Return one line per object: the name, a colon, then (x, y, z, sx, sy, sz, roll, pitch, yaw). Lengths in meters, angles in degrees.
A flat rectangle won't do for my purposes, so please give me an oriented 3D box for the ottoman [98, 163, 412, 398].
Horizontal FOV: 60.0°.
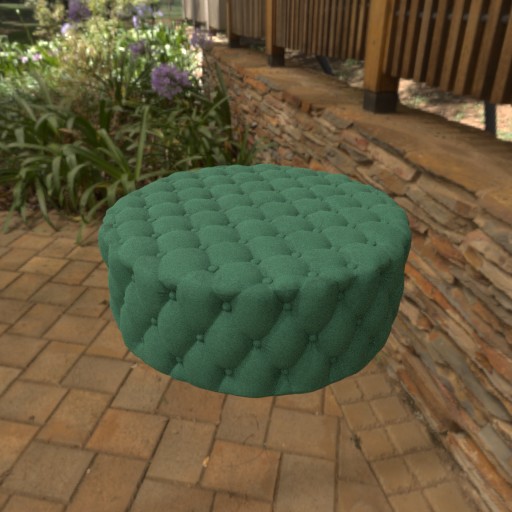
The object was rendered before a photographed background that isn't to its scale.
ottoman: (0.000, 0.000, 1.529, 0.998, 0.399, 0.998, 0, 28, 0)
